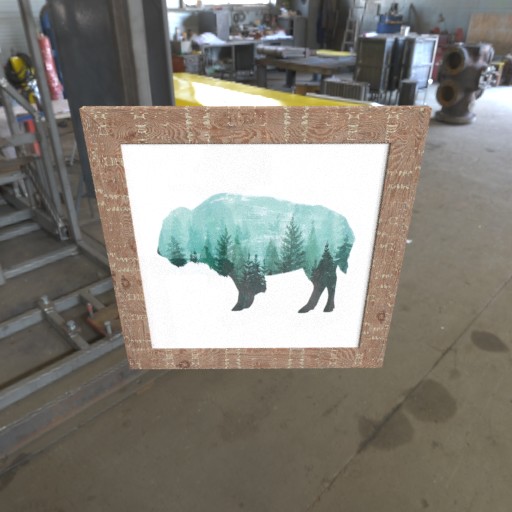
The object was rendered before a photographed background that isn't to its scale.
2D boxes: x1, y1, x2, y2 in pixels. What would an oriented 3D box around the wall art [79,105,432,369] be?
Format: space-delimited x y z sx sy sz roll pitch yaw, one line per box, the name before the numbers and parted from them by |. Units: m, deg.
wall art | 0.000 0.000 0.582 0.380 0.380 0.022 0 30 0
